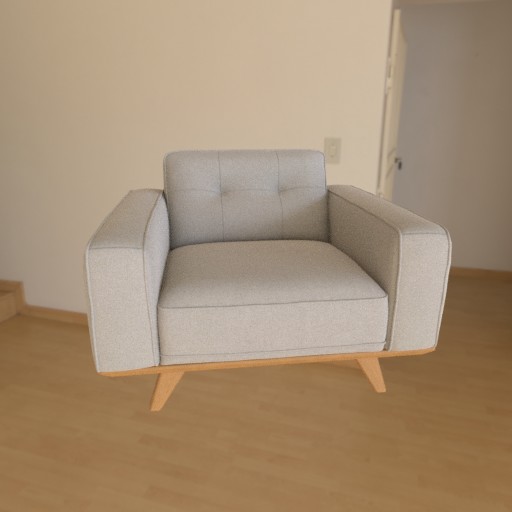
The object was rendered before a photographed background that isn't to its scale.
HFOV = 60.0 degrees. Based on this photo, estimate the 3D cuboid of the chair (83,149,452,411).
[{"bbox_3d":[0.000,0.000,1.749,1.115,0.779,0.953,-2,18,-7],"label":"chair"}]
